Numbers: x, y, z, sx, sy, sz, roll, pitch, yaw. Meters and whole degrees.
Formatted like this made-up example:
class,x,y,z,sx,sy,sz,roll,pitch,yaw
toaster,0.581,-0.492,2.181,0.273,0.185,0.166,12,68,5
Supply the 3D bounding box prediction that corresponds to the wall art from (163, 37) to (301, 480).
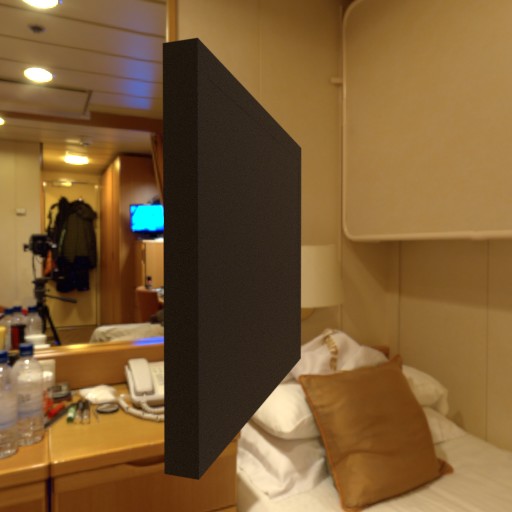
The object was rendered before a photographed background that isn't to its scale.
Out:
class,x,y,z,sx,sy,sz,roll,pitch,yaw
wall art,0.000,0.000,0.516,0.029,0.330,0.381,0,1,17
